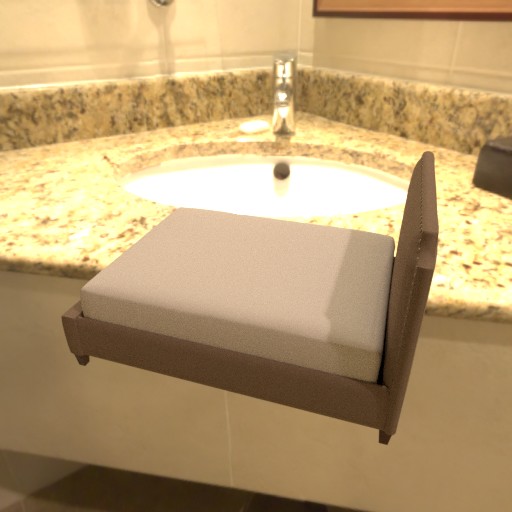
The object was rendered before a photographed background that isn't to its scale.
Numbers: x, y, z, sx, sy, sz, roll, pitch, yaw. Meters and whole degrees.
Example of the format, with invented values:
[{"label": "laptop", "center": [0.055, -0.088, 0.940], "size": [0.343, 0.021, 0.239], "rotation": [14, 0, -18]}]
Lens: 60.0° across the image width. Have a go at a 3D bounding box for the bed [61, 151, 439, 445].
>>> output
[{"label": "bed", "center": [0.000, 0.000, 3.382], "size": [2.372, 1.443, 1.713], "rotation": [9, 31, 16]}]
